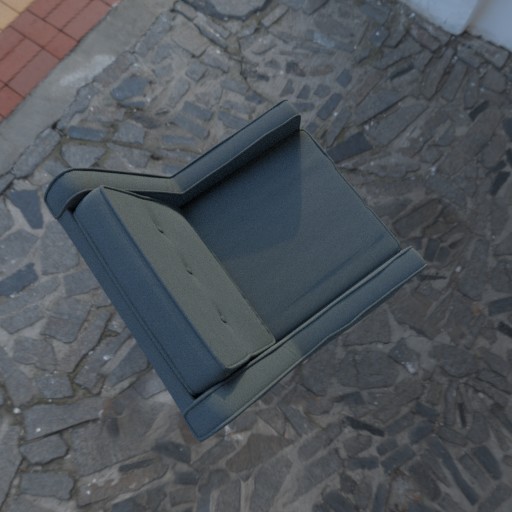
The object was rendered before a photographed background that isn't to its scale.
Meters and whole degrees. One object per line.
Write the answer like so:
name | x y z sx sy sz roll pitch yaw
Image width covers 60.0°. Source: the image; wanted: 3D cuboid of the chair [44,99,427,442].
chair | 0.000 0.000 1.308 0.733 0.780 0.663 -35 78 -9
